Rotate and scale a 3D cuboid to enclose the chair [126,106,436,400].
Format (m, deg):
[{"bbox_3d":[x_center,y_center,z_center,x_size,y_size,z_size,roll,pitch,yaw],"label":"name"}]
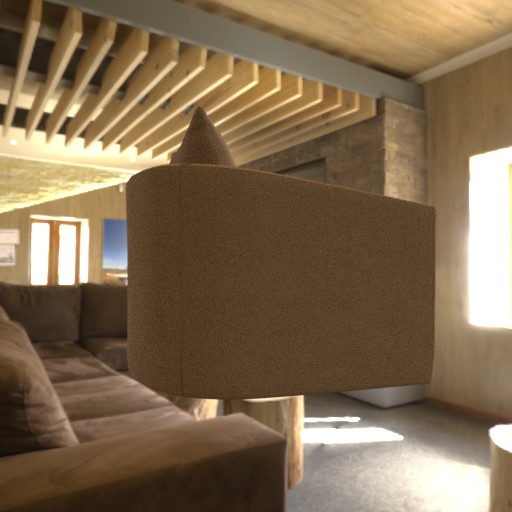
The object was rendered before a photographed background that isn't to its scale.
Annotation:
[{"bbox_3d":[0.000,0.000,1.609,0.910,0.848,0.845,0,-2,-17],"label":"chair"}]
